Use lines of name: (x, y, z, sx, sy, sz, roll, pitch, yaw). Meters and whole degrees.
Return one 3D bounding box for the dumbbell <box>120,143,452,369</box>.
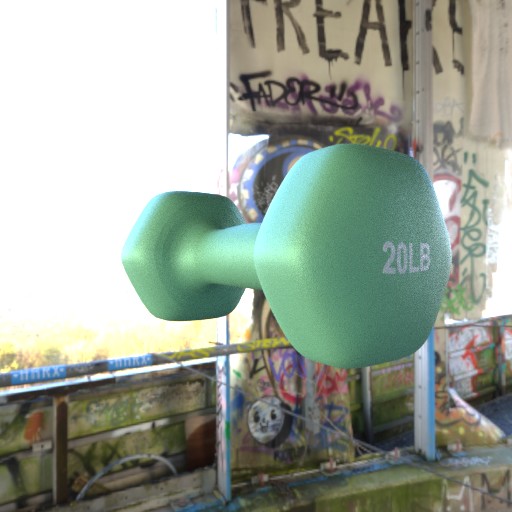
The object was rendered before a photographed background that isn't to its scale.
dumbbell: (0.000, 0.000, 0.327, 0.129, 0.117, 0.260, 0, 0, -36)
